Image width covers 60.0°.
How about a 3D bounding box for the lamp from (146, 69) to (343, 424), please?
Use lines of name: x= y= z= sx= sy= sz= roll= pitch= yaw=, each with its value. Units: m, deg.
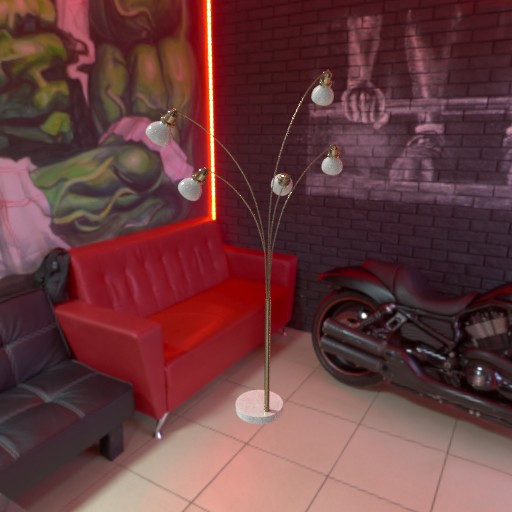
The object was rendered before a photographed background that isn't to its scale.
lamp: x=0.000 y=0.000 z=3.046 sx=1.405 sy=2.423 sz=0.361 roll=-7 pitch=16 yaw=-25
